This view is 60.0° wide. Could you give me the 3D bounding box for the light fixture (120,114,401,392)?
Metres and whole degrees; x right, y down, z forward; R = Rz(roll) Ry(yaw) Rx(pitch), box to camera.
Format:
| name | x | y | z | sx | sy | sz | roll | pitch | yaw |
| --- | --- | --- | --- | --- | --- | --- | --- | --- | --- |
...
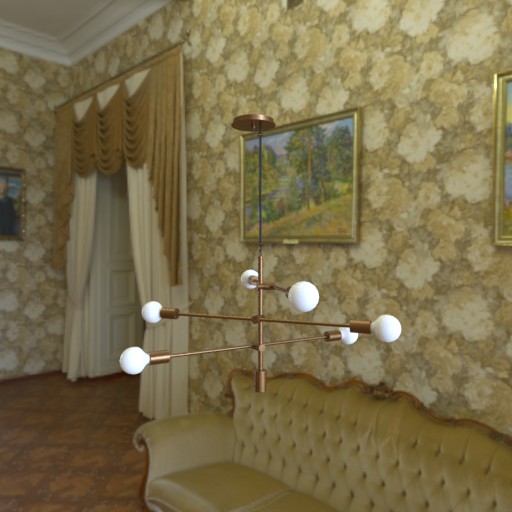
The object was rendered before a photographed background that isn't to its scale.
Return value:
| name | x | y | z | sx | sy | sz | roll | pitch | yaw |
| --- | --- | --- | --- | --- | --- | --- | --- | --- | --- |
| light fixture | 0.000 | 0.000 | 1.226 | 0.682 | 0.744 | 0.637 | 0 | 1 | -1 |
